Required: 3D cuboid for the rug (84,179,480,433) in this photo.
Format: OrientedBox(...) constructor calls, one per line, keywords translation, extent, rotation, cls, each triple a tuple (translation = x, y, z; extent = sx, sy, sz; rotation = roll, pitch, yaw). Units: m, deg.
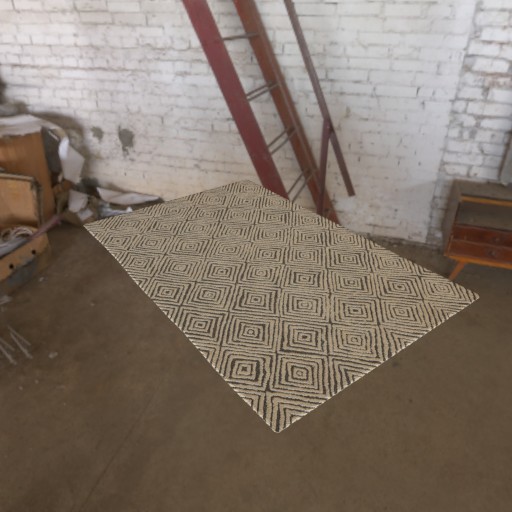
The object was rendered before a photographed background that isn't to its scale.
OrientedBox(translation=(0.000, 0.000, 2.254), extent=(1.177, 0.004, 1.750), rotation=(-21, 37, -31), cls="rug")
